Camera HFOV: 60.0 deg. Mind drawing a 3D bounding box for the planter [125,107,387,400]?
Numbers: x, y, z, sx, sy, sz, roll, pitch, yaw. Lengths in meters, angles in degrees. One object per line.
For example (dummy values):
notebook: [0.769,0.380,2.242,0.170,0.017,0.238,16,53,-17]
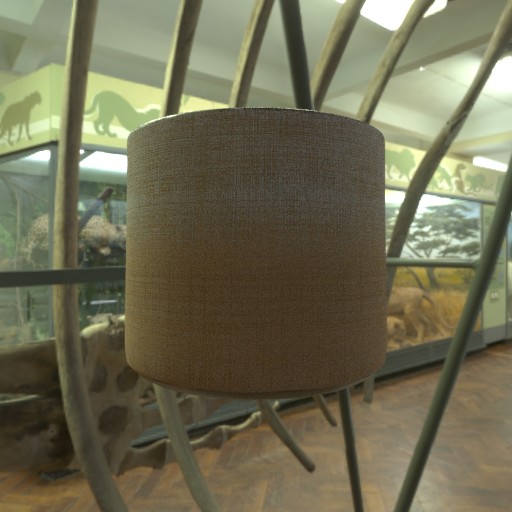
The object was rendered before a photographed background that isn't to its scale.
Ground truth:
planter: [0.000,0.000,0.446,0.254,0.221,0.254,0,1,0]
